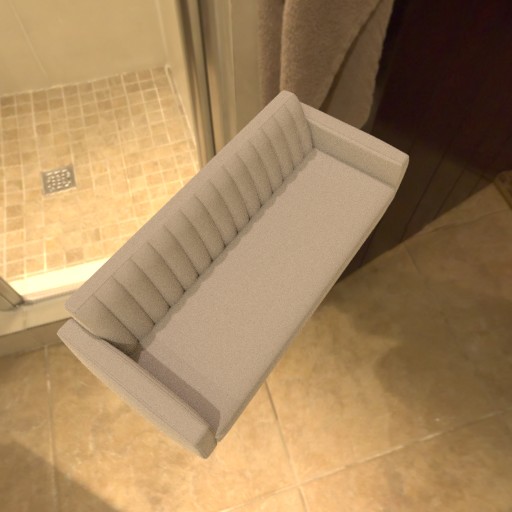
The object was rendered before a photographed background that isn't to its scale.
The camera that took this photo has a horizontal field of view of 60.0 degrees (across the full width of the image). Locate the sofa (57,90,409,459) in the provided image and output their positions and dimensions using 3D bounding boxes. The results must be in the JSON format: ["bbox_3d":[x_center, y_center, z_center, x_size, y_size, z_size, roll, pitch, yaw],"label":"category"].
[{"bbox_3d":[0.000,0.000,2.831,0.990,0.821,2.291,32,65,17],"label":"sofa"}]
